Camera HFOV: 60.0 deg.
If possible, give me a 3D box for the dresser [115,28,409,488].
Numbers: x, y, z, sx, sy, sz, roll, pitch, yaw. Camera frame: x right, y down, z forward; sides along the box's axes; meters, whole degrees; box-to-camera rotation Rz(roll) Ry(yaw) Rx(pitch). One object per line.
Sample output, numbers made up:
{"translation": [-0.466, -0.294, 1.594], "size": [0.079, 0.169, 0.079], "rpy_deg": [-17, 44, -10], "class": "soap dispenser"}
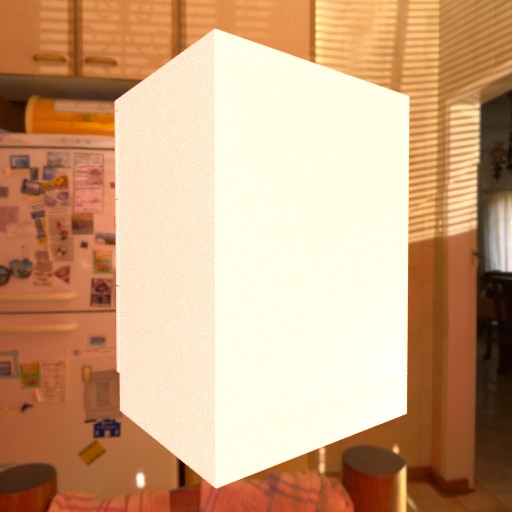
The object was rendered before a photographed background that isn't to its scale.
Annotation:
{"translation": [0.000, 0.000, 0.803], "size": [0.400, 0.560, 0.360], "rpy_deg": [-1, 2, -37], "class": "dresser"}
